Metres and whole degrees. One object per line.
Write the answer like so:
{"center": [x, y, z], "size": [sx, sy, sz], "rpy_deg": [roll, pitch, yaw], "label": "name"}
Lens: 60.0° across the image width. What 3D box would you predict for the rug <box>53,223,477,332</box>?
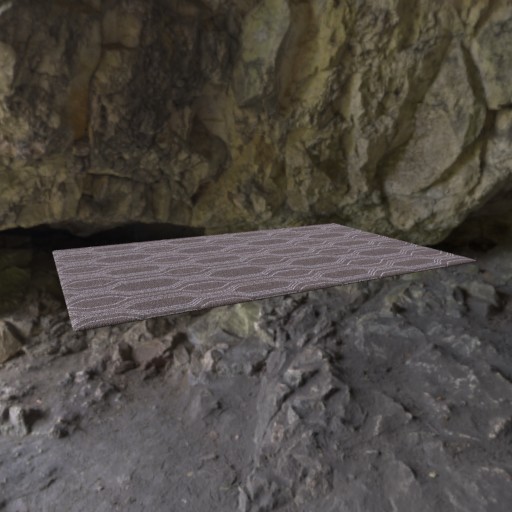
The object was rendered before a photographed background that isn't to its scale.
{"center": [0.000, 0.000, 3.019], "size": [2.457, 0.012, 1.541], "rpy_deg": [-7, 16, -26], "label": "rug"}
